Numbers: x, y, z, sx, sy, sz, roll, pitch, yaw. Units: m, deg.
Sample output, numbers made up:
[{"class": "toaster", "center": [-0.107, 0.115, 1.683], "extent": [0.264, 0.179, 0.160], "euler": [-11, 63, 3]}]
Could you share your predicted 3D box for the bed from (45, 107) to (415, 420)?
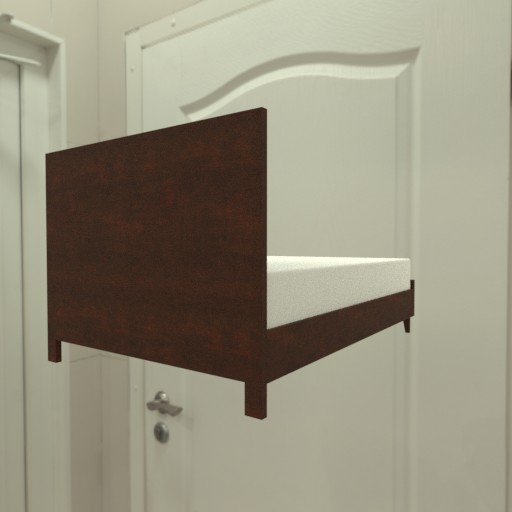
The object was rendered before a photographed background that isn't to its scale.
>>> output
[{"class": "bed", "center": [0.000, 0.000, 3.148], "extent": [1.600, 1.270, 2.184], "euler": [1, 2, 35]}]
